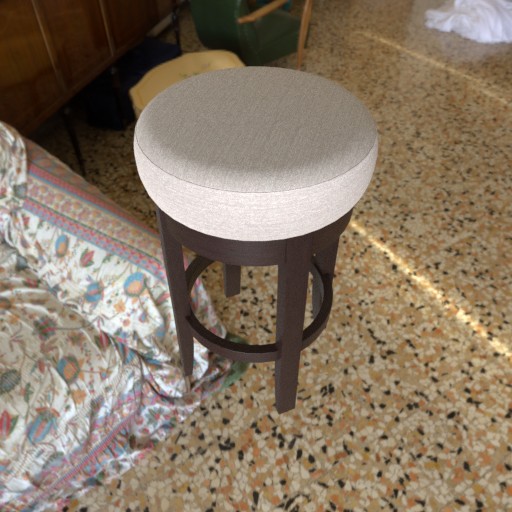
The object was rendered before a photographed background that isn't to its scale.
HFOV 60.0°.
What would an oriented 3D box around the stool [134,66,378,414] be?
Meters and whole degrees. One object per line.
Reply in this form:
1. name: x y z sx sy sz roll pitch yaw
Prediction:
1. stool: 0.000 0.000 1.041 0.443 0.757 0.443 0 46 0
